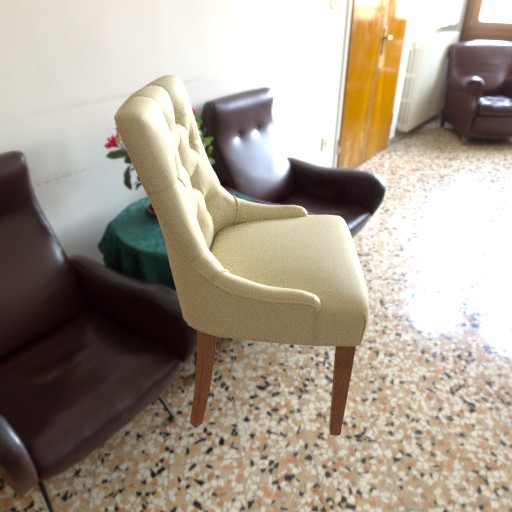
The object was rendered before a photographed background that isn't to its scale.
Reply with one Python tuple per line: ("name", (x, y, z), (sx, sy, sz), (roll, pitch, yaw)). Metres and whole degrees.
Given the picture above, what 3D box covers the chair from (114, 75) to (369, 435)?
("chair", (0.000, 0.000, 1.214), (0.565, 0.874, 0.509), (1, 32, 2))
